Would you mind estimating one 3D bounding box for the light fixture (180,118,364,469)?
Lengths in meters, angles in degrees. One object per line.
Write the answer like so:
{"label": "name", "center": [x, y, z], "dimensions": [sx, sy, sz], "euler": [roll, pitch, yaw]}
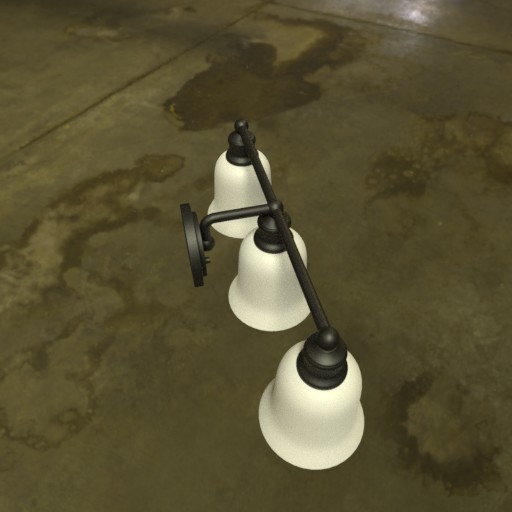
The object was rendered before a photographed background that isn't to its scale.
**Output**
{"label": "light fixture", "center": [0.000, 0.000, 0.670], "dimensions": [0.198, 0.211, 0.570], "euler": [-10, 49, -9]}
